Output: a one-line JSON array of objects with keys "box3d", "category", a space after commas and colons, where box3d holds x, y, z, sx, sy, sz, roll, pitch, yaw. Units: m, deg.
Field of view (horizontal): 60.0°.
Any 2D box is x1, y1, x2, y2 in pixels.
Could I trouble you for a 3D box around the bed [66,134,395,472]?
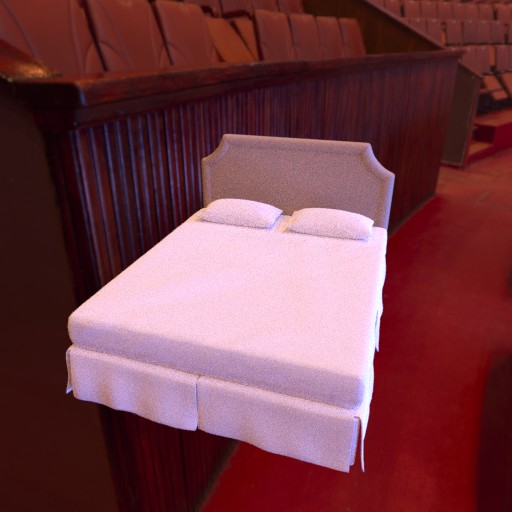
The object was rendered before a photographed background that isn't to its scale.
[{"box3d": [0.000, 0.000, 4.027, 2.350, 1.590, 2.773, 8, 27, 16], "category": "bed"}]
